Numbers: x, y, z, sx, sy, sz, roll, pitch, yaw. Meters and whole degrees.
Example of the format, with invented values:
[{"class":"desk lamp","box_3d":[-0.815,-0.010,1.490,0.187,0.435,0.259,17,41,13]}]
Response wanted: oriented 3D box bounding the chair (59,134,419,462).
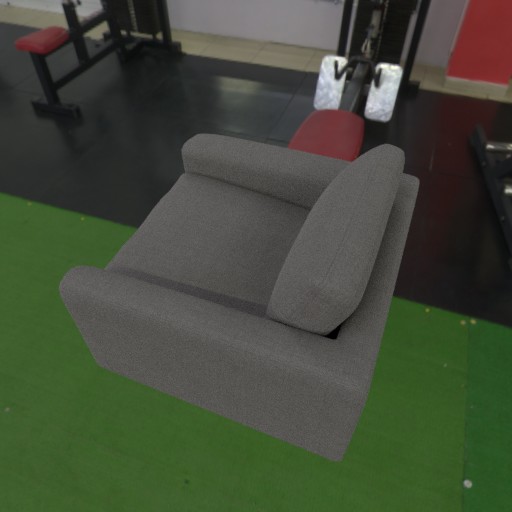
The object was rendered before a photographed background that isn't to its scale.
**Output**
[{"class":"chair","box_3d":[0.000,0.000,1.825,1.100,0.847,1.070,16,49,15]}]
